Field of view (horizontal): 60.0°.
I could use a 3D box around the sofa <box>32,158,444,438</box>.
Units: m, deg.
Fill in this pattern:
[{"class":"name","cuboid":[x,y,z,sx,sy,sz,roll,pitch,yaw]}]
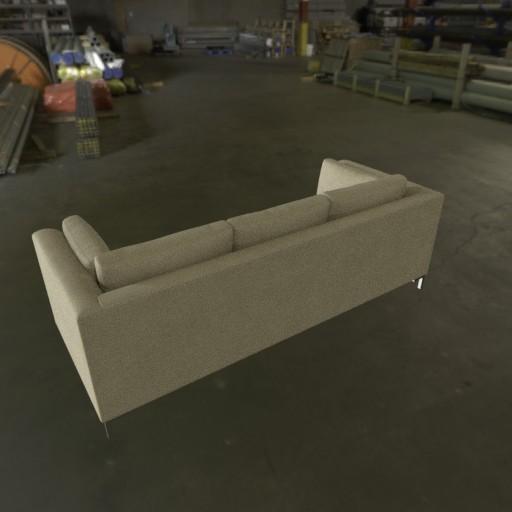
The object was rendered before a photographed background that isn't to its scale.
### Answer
[{"class":"sofa","cuboid":[0.000,0.000,2.883,2.415,0.867,0.969,-18,34,-29]}]
